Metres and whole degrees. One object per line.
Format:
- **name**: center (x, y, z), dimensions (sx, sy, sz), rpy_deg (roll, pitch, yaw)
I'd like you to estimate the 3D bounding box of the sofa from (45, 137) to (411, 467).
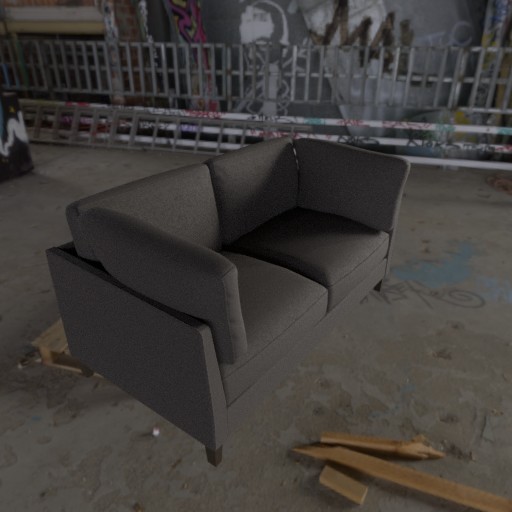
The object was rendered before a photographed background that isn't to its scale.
- **sofa**: center (0.000, 0.000, 2.325), dimensions (0.969, 0.920, 1.751), rpy_deg (19, 33, 32)
